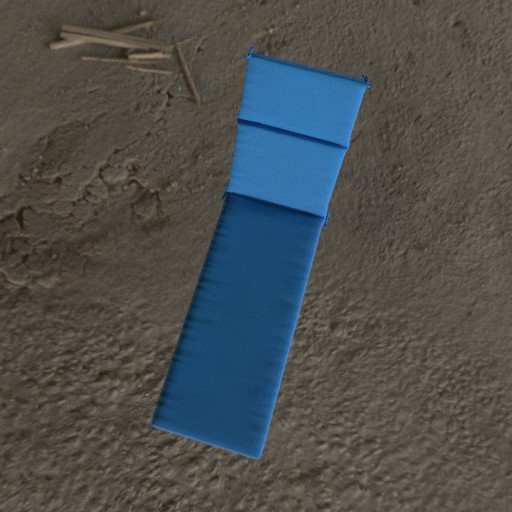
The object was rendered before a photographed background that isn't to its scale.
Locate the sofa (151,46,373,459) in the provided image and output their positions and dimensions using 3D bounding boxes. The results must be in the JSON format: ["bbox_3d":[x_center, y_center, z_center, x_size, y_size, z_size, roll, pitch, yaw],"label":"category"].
[{"bbox_3d":[0.000,0.000,1.955,0.582,0.622,1.663,16,75,4],"label":"sofa"}]
